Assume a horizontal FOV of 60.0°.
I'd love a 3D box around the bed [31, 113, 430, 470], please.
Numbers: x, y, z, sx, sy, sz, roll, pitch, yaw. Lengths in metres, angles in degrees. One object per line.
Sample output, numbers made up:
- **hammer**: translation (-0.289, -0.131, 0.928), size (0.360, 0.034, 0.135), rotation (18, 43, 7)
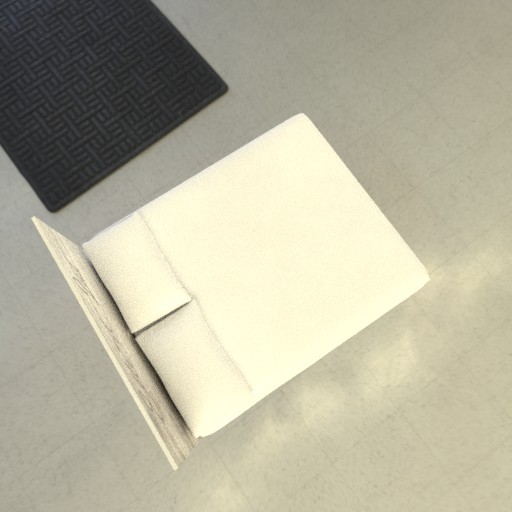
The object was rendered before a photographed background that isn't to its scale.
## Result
- **bed**: translation (0.000, 0.000, 3.181), size (2.094, 1.335, 1.745), rotation (-33, 78, -8)
